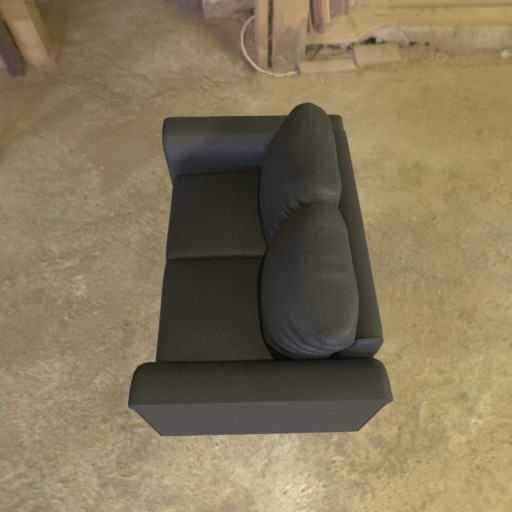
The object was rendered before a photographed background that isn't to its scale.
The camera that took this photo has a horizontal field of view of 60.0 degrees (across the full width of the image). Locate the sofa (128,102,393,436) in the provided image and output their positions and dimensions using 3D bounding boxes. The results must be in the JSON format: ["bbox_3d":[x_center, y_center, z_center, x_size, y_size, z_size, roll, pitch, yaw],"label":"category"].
[{"bbox_3d":[0.000,0.000,1.985,0.887,0.845,1.386,-1,58,-1],"label":"sofa"}]
